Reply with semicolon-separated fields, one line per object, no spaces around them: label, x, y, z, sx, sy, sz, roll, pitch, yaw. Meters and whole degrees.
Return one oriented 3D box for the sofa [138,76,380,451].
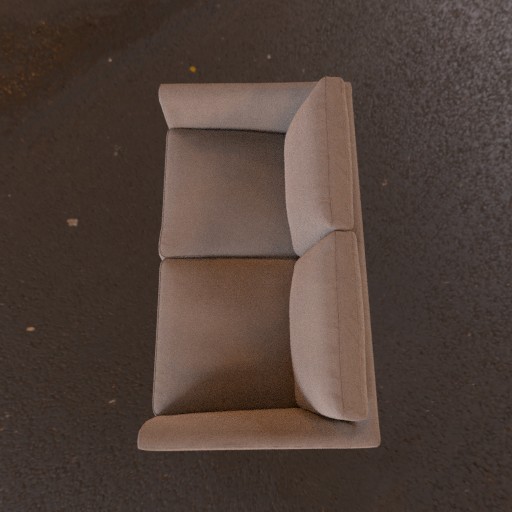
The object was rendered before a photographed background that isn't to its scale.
sofa;0.000;0.000;2.424;1.091;0.839;1.905;-1;74;0
